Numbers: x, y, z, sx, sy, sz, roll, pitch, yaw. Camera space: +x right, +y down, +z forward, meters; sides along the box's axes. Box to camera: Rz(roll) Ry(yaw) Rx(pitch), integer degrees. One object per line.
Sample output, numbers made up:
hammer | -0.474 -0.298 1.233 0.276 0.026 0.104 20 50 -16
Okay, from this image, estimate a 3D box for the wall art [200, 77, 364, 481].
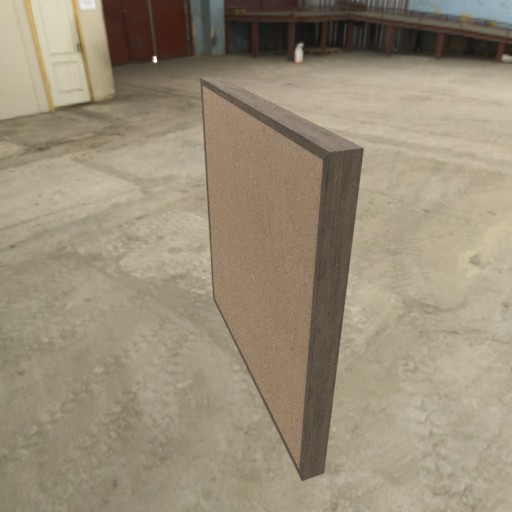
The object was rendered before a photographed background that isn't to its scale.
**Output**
wall art | 0.000 0.000 0.759 0.038 0.508 0.508 -10 31 -17
